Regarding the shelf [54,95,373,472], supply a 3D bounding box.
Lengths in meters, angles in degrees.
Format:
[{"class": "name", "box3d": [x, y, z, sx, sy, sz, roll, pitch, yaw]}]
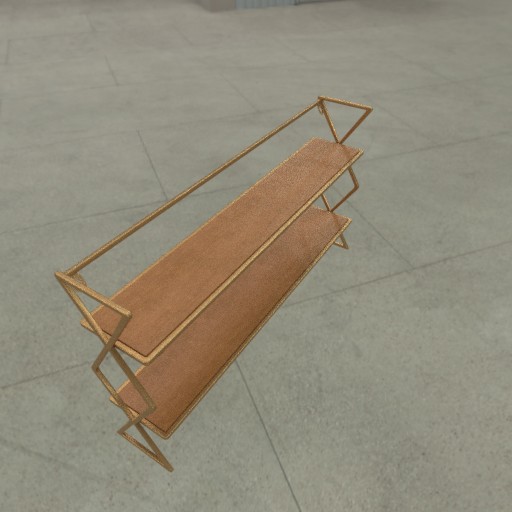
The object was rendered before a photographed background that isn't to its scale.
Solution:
[{"class": "shelf", "box3d": [0.000, 0.000, 1.005, 0.150, 0.450, 0.822, 23, 45, 25]}]
